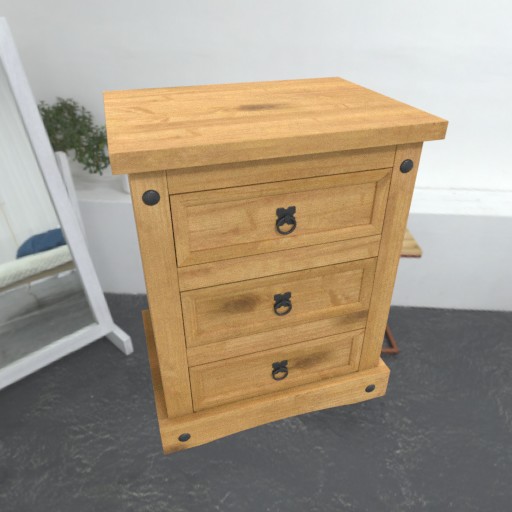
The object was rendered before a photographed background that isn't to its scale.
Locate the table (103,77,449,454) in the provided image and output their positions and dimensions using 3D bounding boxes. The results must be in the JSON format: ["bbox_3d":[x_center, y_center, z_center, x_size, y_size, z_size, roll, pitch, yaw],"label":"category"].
[{"bbox_3d":[0.000,0.000,1.224,0.660,0.813,0.500,-9,33,-15],"label":"table"}]
